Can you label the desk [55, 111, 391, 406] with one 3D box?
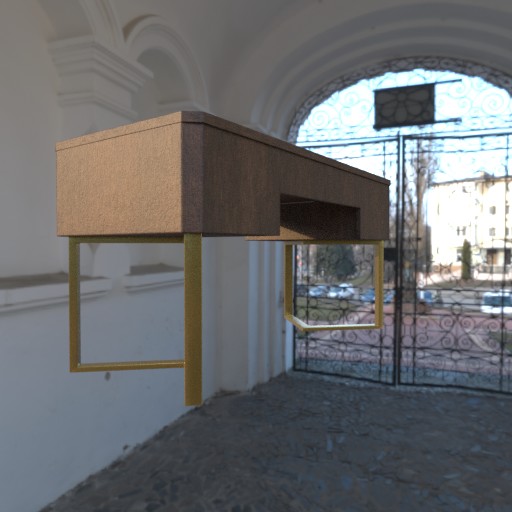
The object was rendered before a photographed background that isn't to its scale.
[{"bbox_3d":[0.000,0.000,1.900,0.684,0.762,1.479,1,1,36],"label":"desk"}]
